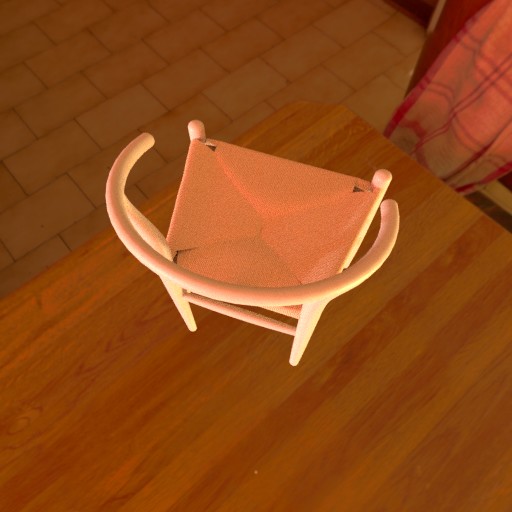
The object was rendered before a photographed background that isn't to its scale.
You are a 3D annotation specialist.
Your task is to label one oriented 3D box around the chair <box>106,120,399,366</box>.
[{"bbox_3d":[0.000,0.000,1.085,0.533,0.736,0.500,17,65,8],"label":"chair"}]
